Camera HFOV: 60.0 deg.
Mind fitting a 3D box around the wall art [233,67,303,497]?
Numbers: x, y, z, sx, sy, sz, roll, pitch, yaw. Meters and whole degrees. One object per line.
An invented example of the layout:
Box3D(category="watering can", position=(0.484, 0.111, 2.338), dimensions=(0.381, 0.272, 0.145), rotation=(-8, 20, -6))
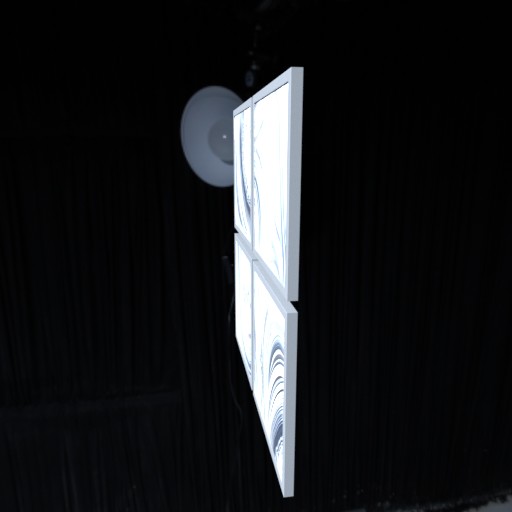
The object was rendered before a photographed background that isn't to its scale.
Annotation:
Box3D(category="wall art", position=(0.000, 0.000, 1.644), dimensions=(0.029, 1.118, 1.118), rotation=(-2, 14, -9))
